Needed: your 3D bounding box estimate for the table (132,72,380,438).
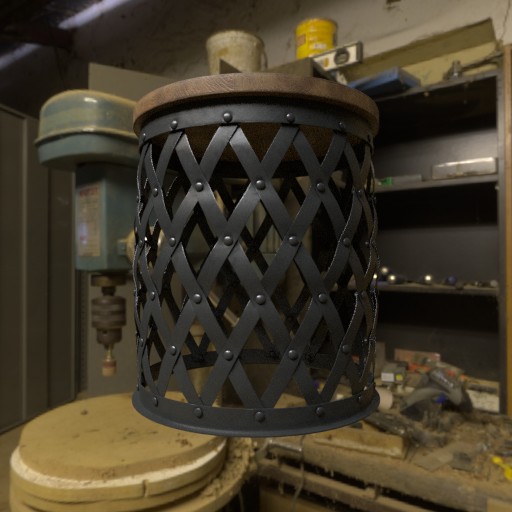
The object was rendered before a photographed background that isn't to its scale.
[{"bbox_3d":[0.000,0.000,0.753,0.405,0.454,0.405,0,-1,0],"label":"table"}]
